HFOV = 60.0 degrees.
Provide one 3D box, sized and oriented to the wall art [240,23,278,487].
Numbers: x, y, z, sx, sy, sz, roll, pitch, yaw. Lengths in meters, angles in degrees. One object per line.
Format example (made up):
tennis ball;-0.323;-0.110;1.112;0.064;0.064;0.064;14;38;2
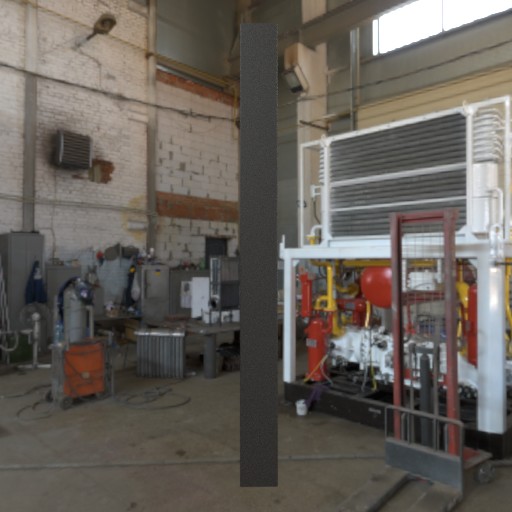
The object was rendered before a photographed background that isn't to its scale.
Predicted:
wall art;0.000;0.000;0.500;0.030;0.369;0.294;0;-1;-1
